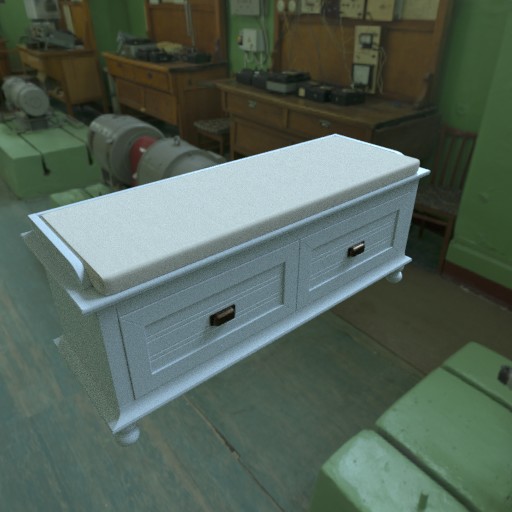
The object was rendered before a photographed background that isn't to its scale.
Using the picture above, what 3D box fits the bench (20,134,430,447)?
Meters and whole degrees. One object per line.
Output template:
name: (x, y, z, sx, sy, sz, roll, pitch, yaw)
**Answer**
bench: (0.000, 0.000, 1.386, 1.185, 0.486, 0.402, -23, 38, -33)
